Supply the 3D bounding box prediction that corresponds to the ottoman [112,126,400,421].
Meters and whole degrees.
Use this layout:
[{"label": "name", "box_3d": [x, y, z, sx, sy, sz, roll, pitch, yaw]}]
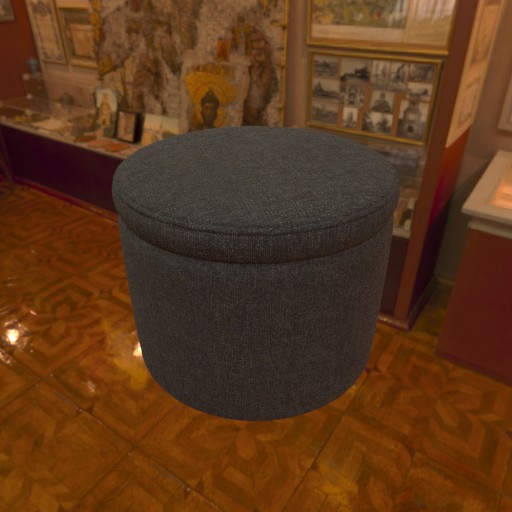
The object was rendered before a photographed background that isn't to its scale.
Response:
[{"label": "ottoman", "box_3d": [0.000, 0.000, 0.917, 0.520, 0.430, 0.520, 0, 32, 0]}]
